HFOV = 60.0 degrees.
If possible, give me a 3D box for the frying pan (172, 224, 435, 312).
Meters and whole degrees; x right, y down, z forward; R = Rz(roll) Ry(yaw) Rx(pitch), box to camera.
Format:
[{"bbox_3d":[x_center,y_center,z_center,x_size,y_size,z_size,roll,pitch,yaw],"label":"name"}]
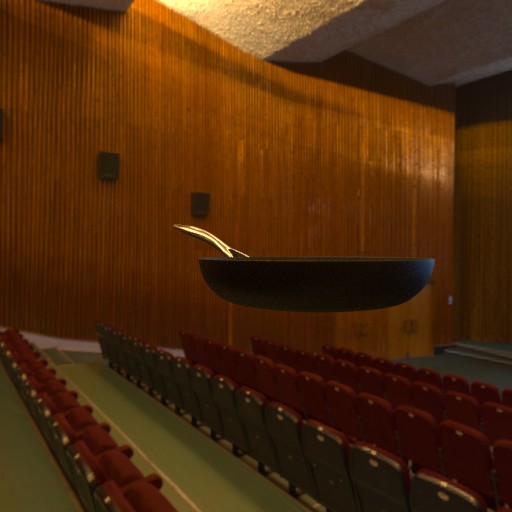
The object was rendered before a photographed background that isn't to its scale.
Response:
[{"bbox_3d":[0.000,0.000,0.588,0.255,0.105,0.472,-1,1,-36],"label":"frying pan"}]
